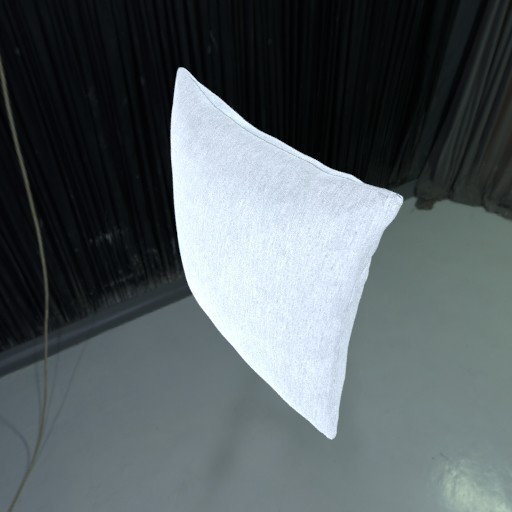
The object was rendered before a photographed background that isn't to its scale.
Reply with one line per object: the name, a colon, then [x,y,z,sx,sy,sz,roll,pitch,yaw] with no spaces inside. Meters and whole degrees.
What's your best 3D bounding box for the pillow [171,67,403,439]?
pillow: [0.000,0.000,0.672,0.173,0.436,0.433,-25,47,-26]
